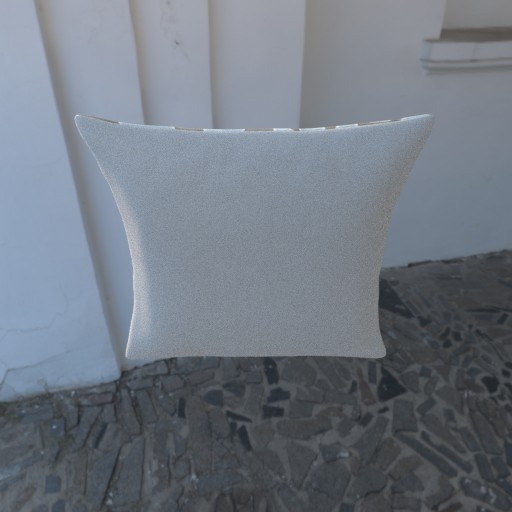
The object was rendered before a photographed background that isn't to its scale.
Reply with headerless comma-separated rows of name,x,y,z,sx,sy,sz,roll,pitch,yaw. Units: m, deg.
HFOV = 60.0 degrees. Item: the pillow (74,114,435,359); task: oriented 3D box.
pillow,0.000,0.000,0.810,0.552,0.508,0.166,0,31,-1
